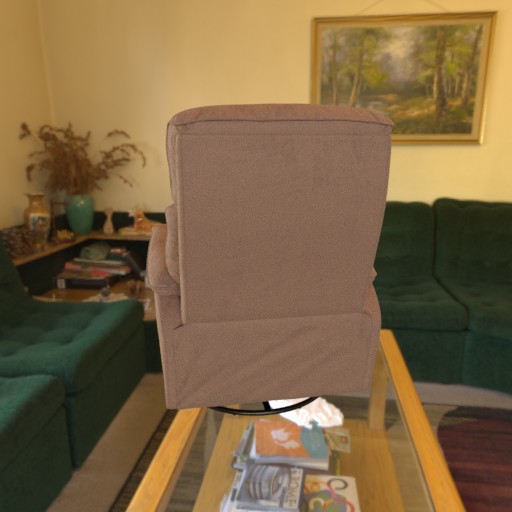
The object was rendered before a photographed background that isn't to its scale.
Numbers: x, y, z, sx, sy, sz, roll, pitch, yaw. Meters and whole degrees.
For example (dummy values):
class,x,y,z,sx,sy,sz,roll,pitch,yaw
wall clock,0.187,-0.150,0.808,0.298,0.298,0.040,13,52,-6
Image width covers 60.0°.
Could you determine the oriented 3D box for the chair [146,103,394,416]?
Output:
class,x,y,z,sx,sy,sz,roll,pitch,yaw
chair,0.000,0.000,1.702,0.820,1.037,1.004,-2,14,-10
